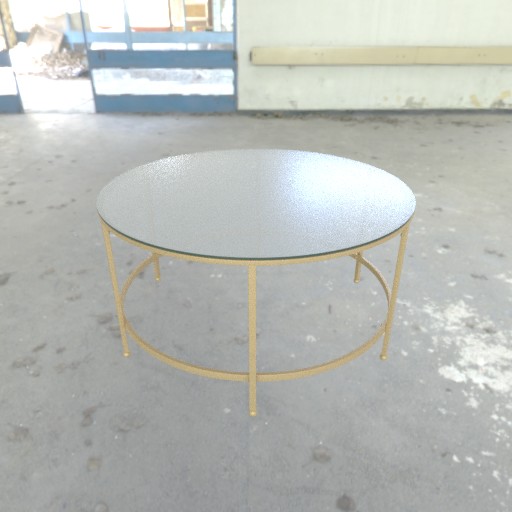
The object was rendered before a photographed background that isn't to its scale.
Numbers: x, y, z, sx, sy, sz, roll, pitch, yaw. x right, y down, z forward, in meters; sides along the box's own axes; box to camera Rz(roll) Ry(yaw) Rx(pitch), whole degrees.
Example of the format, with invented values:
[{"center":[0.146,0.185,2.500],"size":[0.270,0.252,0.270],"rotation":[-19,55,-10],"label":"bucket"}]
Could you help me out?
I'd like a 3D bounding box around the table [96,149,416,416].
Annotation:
[{"center":[0.000,0.000,1.441],"size":[0.914,0.470,0.914],"rotation":[0,28,0],"label":"table"}]
